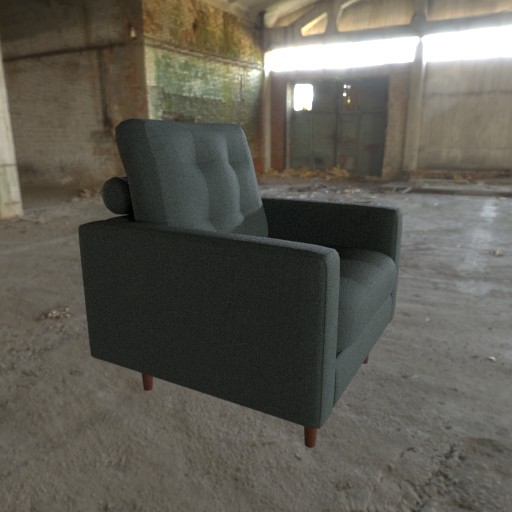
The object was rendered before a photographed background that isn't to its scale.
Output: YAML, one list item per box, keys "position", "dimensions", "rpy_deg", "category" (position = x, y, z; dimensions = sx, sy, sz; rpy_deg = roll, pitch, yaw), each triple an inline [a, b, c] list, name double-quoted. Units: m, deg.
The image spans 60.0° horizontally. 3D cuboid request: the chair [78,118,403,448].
- position: [0.000, 0.000, 1.500]
  dimensions: [0.843, 0.880, 0.821]
  rpy_deg: [8, 17, 28]
  category: "chair"
